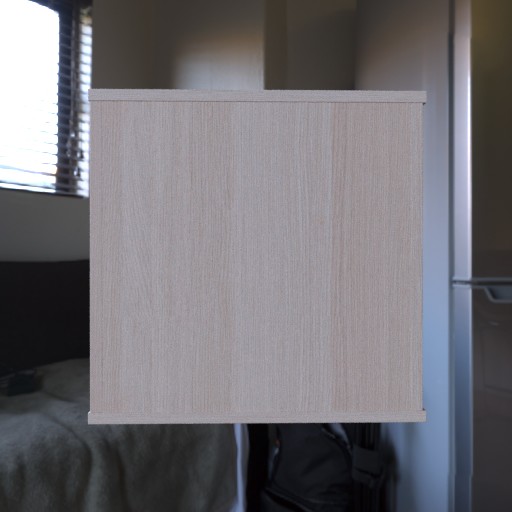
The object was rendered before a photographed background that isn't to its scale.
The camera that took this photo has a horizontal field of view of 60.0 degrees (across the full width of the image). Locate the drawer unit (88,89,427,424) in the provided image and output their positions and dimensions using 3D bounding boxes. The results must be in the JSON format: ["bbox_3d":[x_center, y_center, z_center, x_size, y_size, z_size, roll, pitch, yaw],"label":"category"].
[{"bbox_3d":[0.000,0.000,0.601,0.349,0.344,0.290,0,0,-1],"label":"drawer unit"}]
